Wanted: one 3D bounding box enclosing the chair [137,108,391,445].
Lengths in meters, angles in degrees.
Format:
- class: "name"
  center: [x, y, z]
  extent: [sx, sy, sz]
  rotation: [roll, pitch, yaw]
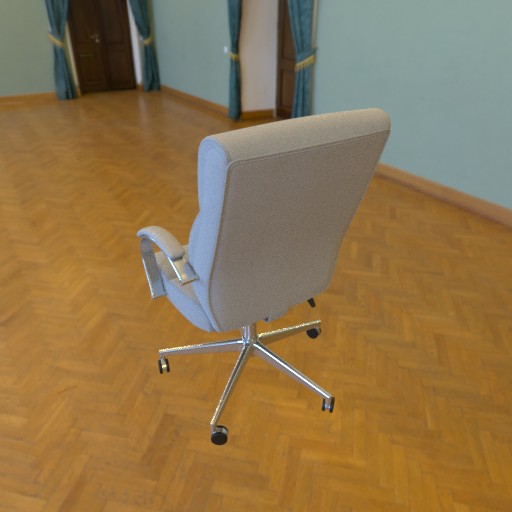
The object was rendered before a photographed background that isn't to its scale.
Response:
- class: "chair"
  center: [0.000, 0.000, 1.619]
  extent: [0.727, 1.099, 0.745]
  rotation: [-19, 35, -29]
